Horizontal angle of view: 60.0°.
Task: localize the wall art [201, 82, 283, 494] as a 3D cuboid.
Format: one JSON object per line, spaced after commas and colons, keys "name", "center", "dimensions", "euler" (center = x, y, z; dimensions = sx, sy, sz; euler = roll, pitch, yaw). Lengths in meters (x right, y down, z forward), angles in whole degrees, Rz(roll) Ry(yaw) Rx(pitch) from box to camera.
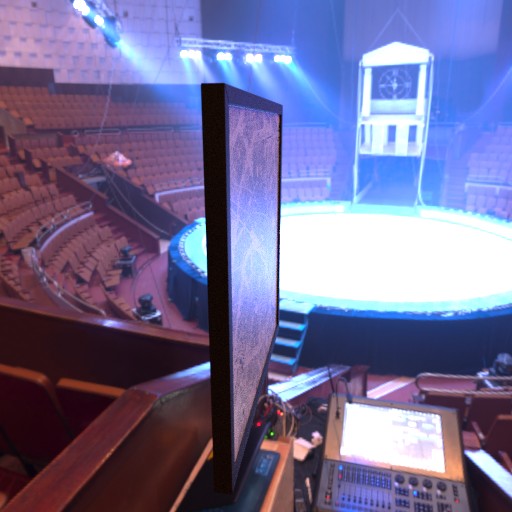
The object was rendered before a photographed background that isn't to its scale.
{"name": "wall art", "center": [0.000, 0.000, 1.133], "dimensions": [0.037, 0.763, 0.763], "euler": [3, 17, 9]}
